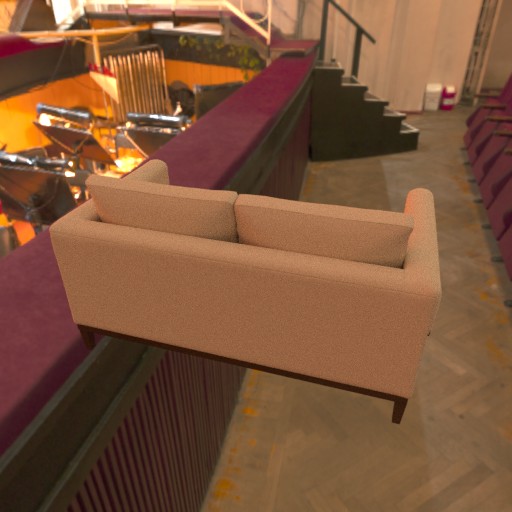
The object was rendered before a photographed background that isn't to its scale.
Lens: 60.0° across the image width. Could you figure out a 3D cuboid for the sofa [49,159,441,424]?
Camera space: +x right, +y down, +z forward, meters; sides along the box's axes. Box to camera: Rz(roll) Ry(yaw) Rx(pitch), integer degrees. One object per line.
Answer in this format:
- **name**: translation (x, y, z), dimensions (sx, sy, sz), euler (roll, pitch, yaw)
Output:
- **sofa**: translation (0.000, 0.000, 2.163), dimensions (1.598, 0.873, 0.905), euler (9, 32, 15)
